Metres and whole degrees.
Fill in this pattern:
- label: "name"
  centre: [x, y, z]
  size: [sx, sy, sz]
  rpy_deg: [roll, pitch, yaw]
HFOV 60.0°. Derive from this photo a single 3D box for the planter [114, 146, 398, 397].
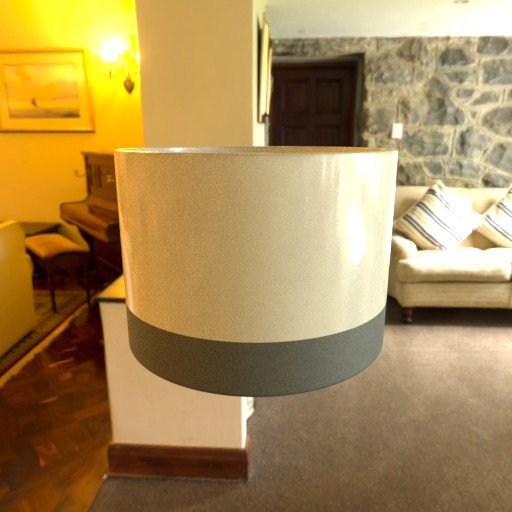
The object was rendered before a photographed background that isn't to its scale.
- label: "planter"
  centre: [0.000, 0.000, 0.222]
  size: [0.128, 0.105, 0.128]
  rpy_deg: [0, 15, 0]
